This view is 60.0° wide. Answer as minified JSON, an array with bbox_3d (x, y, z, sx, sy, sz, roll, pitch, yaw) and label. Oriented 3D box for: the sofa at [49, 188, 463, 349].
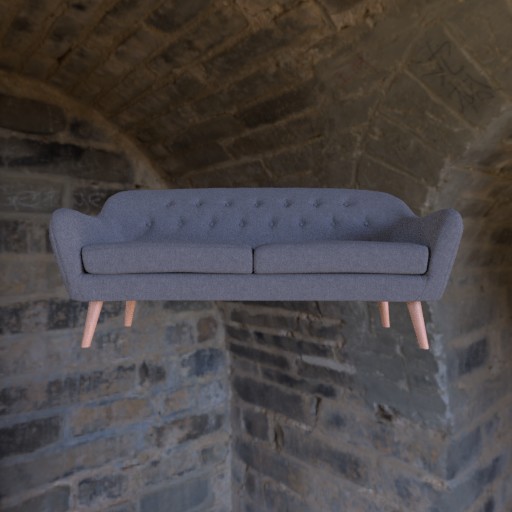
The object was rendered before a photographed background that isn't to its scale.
[{"bbox_3d":[0.000,0.000,2.298,1.840,0.820,0.820,0,0,1],"label":"sofa"}]
